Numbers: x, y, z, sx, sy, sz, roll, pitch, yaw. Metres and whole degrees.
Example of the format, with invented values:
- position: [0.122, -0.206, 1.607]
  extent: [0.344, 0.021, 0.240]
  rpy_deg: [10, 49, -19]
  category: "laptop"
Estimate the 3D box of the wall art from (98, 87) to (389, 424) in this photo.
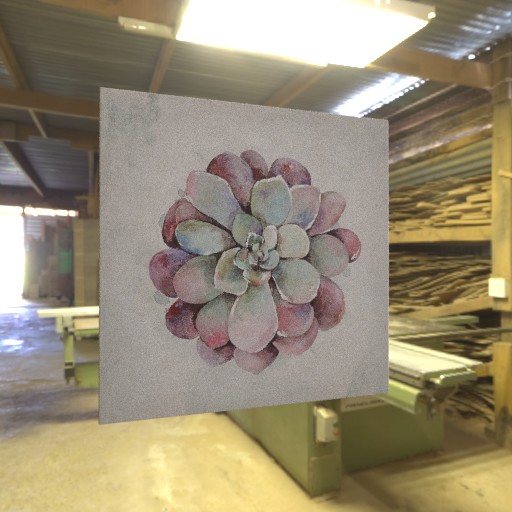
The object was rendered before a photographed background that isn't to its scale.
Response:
- position: [0.000, 0.000, 0.908]
  extent: [0.605, 0.605, 0.044]
  rpy_deg: [0, -1, -18]
  category: "wall art"
